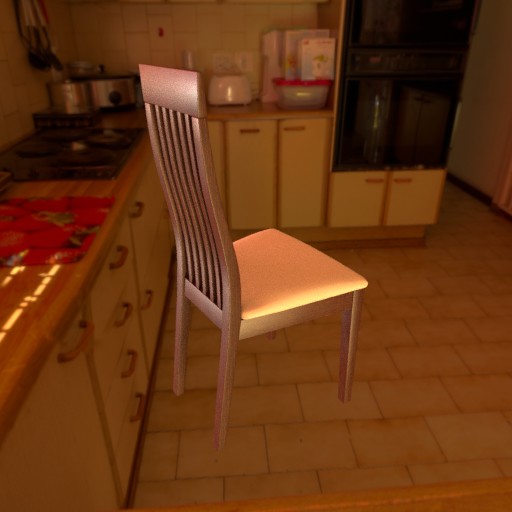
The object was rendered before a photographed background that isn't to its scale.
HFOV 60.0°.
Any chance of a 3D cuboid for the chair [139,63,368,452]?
[{"bbox_3d":[0.000,0.000,1.283,0.474,1.027,0.460,-17,32,-31],"label":"chair"}]
